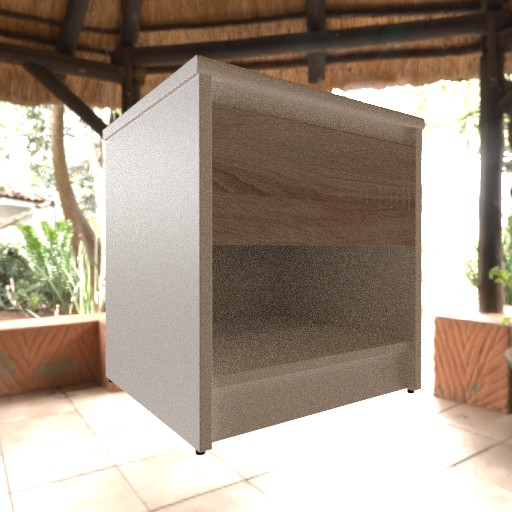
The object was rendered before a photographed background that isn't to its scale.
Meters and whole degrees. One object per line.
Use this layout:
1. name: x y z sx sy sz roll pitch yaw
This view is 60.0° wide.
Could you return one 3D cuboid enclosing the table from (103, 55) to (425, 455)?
1. table: 0.000 0.000 0.775 0.420 0.460 0.380 0 1 -34
